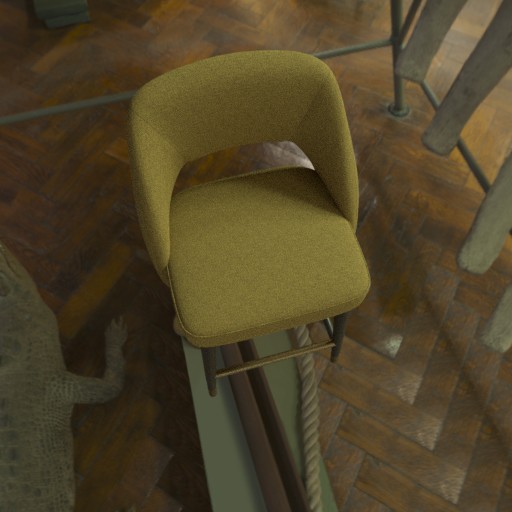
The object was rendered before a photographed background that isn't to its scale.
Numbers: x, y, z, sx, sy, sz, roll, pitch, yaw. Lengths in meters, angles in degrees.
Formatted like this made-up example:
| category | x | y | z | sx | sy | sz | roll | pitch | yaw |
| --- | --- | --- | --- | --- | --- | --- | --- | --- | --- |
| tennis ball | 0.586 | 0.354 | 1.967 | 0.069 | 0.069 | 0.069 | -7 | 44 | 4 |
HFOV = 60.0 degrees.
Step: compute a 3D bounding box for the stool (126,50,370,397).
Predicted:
| category | x | y | z | sx | sy | sz | roll | pitch | yaw |
| --- | --- | --- | --- | --- | --- | --- | --- | --- | --- |
| stool | 0.000 | 0.000 | 1.237 | 0.536 | 0.939 | 0.522 | -14 | 65 | -7 |
